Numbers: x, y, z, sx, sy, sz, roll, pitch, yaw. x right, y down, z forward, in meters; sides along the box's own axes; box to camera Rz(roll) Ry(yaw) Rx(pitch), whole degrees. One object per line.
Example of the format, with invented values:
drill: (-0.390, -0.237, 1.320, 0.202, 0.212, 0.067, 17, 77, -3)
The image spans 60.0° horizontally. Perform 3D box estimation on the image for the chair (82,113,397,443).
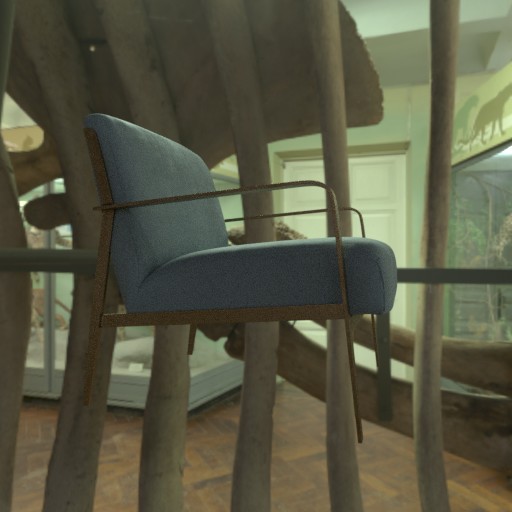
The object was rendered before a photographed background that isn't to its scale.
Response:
chair: (0.000, 0.000, 1.396, 0.842, 0.824, 0.701, 0, 1, 19)
